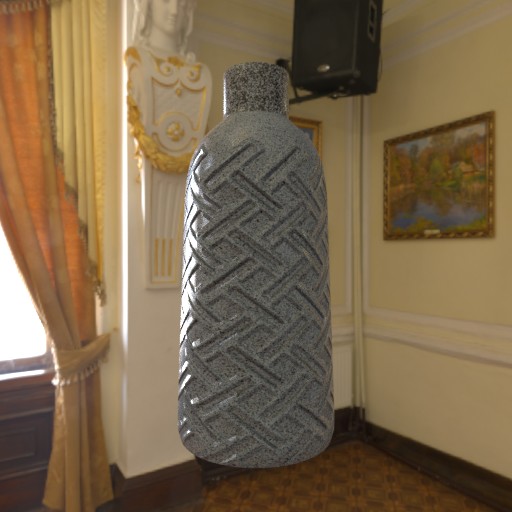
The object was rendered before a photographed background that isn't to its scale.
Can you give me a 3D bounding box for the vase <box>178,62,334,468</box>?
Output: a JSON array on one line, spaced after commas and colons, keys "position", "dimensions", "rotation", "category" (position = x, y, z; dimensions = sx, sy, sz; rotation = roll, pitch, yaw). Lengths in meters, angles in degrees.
[{"position": [0.000, 0.000, 0.348], "dimensions": [0.122, 0.282, 0.122], "rotation": [0, 1, 0], "category": "vase"}]
